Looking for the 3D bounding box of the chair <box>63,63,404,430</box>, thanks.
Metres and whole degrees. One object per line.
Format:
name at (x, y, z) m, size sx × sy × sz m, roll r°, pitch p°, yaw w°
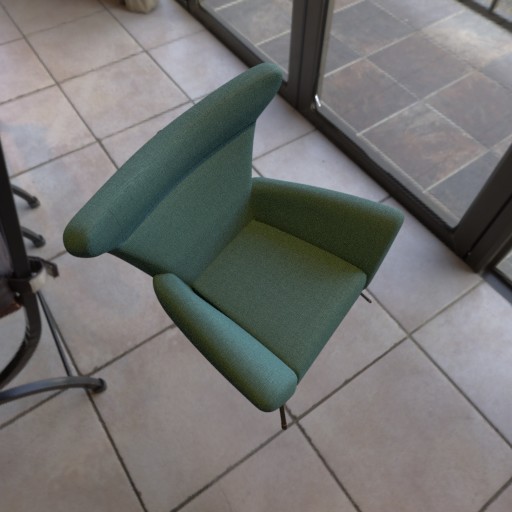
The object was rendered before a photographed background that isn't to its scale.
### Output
chair at (0.000, 0.000, 1.793) m, size 0.900 × 0.980 × 1.050 m, roll 32°, pitch 64°, yaw 18°
